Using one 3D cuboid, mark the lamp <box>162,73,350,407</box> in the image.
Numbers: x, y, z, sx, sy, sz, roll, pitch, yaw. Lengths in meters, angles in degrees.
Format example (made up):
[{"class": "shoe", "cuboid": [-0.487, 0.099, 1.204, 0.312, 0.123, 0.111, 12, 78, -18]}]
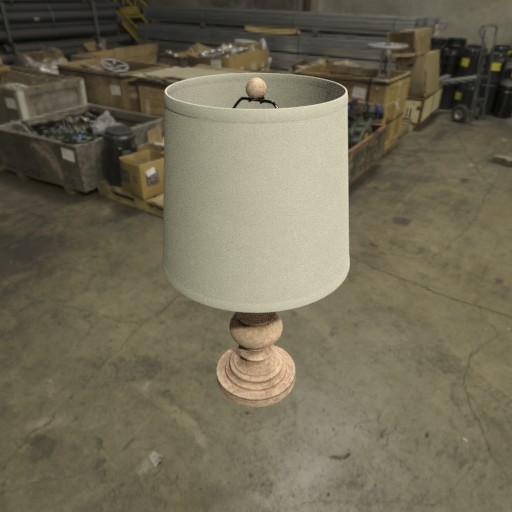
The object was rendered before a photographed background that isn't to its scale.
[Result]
[{"class": "lamp", "cuboid": [0.000, 0.000, 0.657, 0.273, 0.497, 0.273, 0, 31, 0]}]
